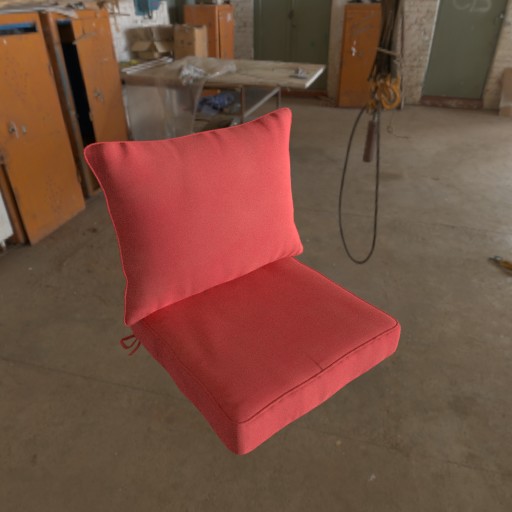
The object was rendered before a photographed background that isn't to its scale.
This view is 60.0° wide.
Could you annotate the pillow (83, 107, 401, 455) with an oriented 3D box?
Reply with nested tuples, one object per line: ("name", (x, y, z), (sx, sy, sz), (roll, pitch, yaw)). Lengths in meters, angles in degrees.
("pillow", (0.000, 0.000, 1.408), (0.798, 0.725, 0.733), (-22, 37, -32))
